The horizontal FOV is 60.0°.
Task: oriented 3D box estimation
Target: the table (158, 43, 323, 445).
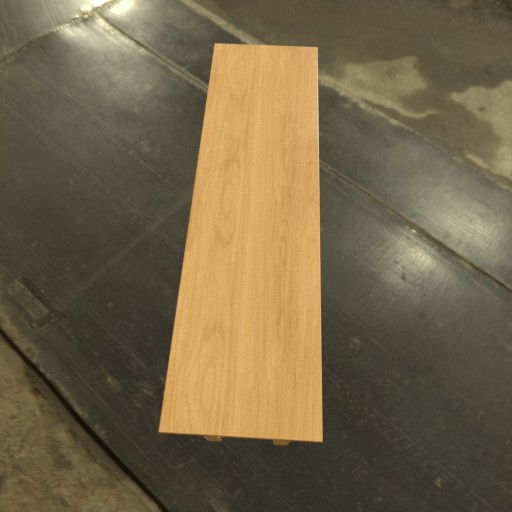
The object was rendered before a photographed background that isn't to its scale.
[{"bbox_3d":[0.000,0.000,1.547,0.350,0.730,1.240,3,63,1],"label":"table"}]
